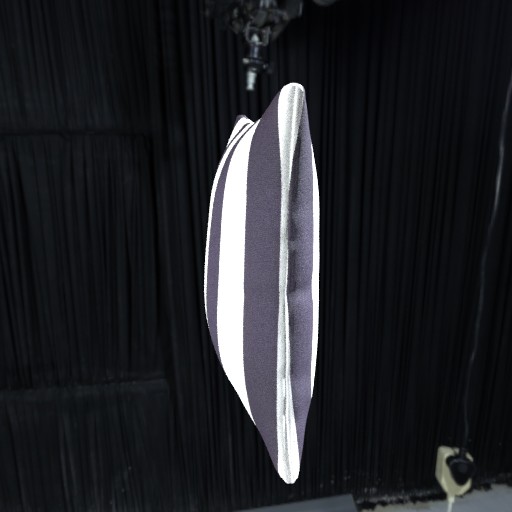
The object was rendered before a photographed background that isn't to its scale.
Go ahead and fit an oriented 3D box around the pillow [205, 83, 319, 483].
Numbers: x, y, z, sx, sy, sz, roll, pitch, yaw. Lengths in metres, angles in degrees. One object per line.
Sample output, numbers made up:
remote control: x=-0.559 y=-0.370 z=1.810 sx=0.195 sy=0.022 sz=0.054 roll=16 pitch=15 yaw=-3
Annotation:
pillow: x=0.000 y=0.000 z=0.804 sx=0.189 sy=0.526 sz=0.536 roll=-2 pitch=14 yaw=-10
